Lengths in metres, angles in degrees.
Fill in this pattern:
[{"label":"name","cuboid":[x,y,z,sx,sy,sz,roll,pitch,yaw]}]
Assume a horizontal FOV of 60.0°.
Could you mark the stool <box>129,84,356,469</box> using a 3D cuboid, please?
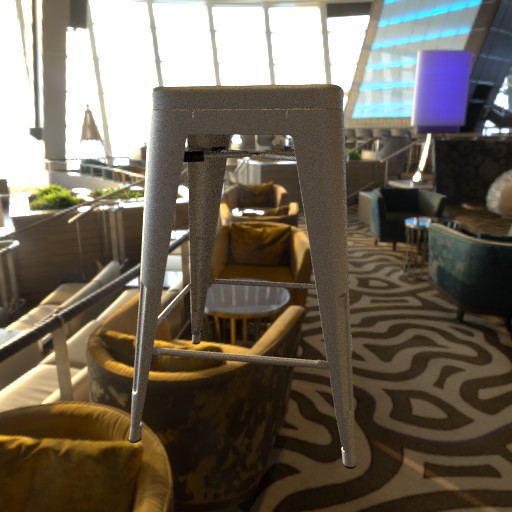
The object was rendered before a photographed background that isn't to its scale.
[{"label":"stool","cuboid":[0.000,0.000,0.877,0.406,0.610,0.406,3,16,9]}]
